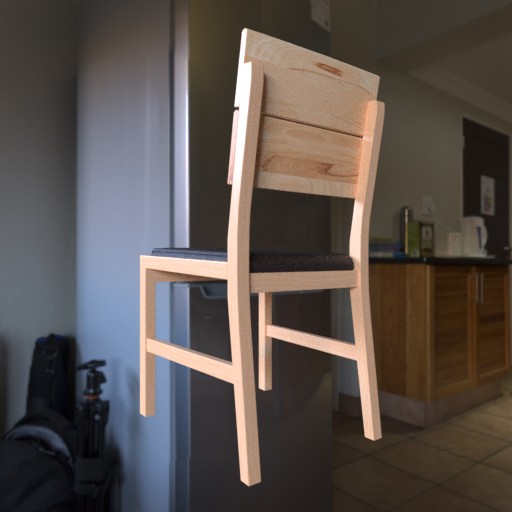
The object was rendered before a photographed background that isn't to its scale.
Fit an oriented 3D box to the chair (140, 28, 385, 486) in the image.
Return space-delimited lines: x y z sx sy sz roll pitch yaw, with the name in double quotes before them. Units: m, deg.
"chair" 0.000 0.000 1.256 0.475 0.950 0.560 0 0 -35
